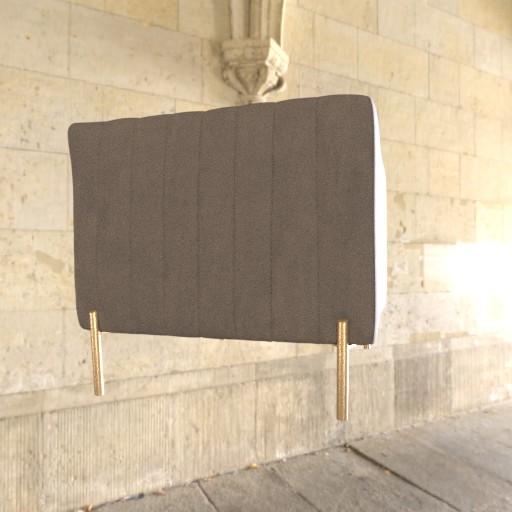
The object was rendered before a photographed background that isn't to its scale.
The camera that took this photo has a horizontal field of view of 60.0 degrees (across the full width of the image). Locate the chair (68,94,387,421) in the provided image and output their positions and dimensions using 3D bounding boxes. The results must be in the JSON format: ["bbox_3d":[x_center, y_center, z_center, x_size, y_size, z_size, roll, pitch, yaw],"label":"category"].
[{"bbox_3d":[0.000,0.000,1.570,0.873,0.779,0.981,0,-1,18],"label":"chair"}]
